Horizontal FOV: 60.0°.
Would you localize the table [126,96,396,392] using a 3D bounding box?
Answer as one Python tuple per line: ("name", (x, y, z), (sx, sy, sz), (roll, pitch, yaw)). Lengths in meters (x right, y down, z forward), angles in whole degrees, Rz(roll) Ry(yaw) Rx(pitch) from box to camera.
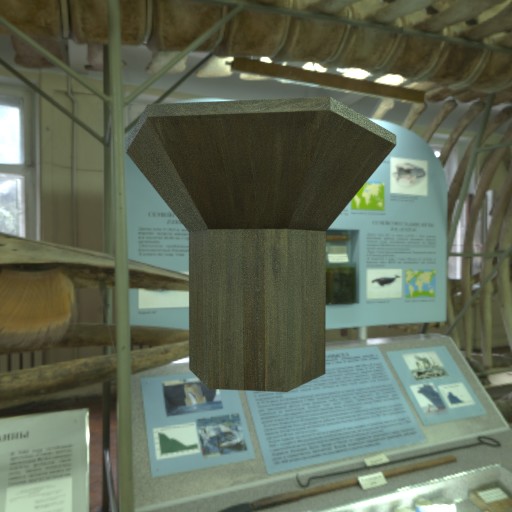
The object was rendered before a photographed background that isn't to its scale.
("table", (0.000, 0.000, 1.118), (0.592, 0.586, 0.683), (1, 1, 37))
